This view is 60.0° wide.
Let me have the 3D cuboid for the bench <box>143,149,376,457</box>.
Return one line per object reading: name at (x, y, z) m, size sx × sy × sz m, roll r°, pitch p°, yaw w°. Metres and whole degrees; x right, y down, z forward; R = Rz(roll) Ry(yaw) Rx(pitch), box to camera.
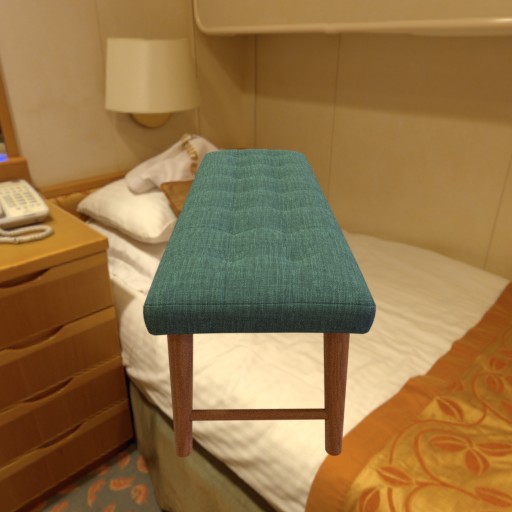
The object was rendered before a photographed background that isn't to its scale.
bench at (0.000, 0.000, 1.333) m, size 0.406 × 0.432 × 1.118 m, roll 0°, pitch 26°, yaw -1°
